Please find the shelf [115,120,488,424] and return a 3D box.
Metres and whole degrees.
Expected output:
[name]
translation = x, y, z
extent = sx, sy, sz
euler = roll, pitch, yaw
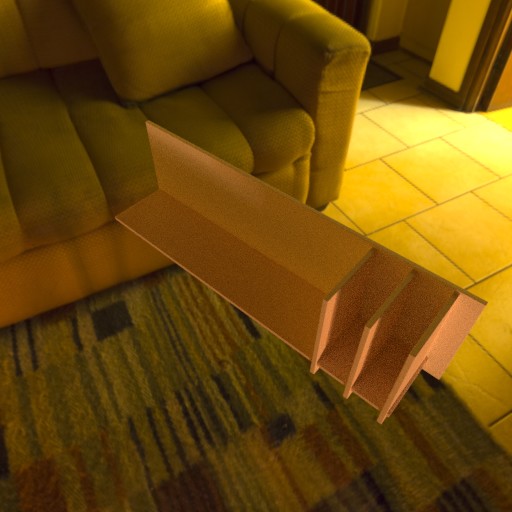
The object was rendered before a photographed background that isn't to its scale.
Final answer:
[shelf]
translation = 0.000, 0.000, 1.144
extent = 1.020, 0.300, 0.200
euler = 33, 55, 27
